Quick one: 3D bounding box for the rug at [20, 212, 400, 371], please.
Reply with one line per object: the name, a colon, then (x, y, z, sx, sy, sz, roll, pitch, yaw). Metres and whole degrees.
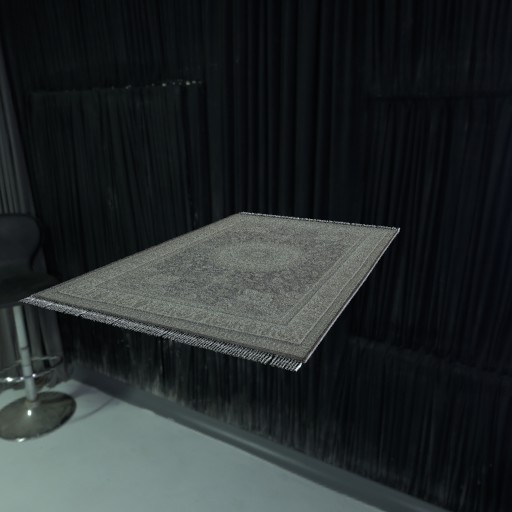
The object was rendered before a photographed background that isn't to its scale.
rug: (0.000, 0.000, 2.992, 1.528, 0.010, 2.440, 8, 19, 25)
